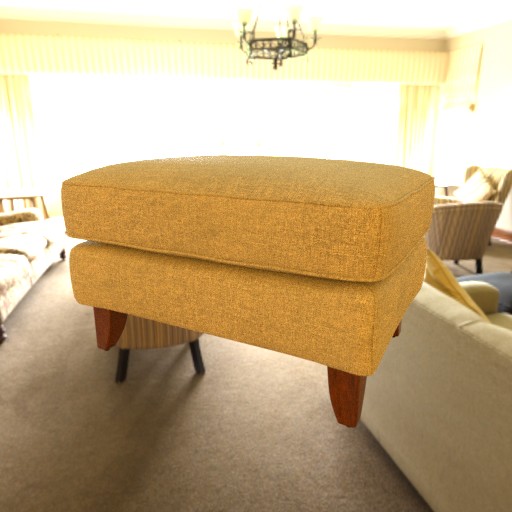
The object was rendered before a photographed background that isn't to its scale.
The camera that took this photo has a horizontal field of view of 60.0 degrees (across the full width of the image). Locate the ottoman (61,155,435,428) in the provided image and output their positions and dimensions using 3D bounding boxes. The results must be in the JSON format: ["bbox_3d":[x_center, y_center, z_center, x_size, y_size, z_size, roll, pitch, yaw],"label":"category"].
[{"bbox_3d":[0.000,0.000,1.294,0.889,0.561,0.661,8,18,27],"label":"ottoman"}]
